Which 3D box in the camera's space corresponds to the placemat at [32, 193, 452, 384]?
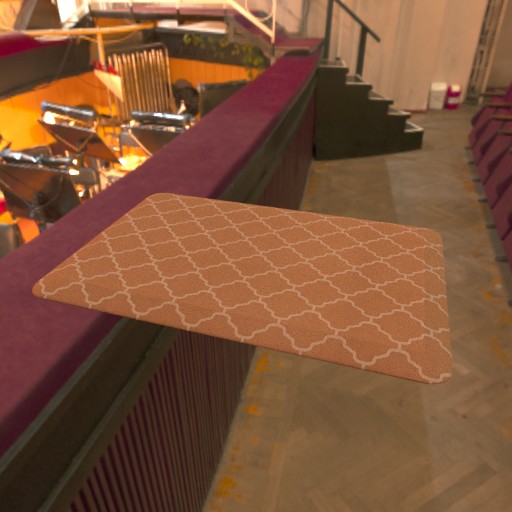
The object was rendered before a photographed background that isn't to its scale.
[{"bbox_3d":[0.000,0.000,0.941,0.762,0.021,0.508,9,33,15],"label":"placemat"}]
